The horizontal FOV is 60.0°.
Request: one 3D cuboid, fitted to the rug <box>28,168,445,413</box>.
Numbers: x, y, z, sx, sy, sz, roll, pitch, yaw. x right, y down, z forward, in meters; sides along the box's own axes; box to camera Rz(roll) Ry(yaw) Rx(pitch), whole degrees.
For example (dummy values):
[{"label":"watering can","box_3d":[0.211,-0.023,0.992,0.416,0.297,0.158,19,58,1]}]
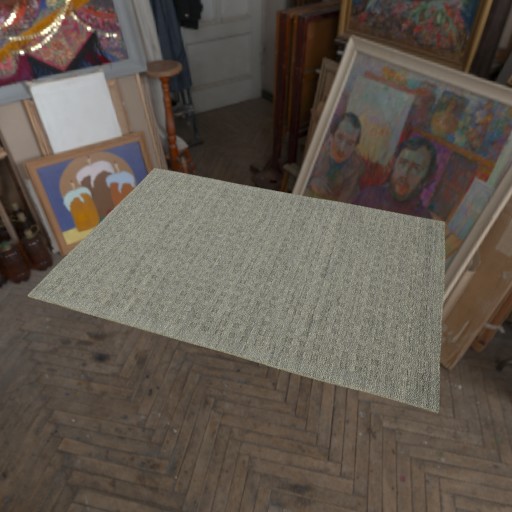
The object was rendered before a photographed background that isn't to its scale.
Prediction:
[{"label":"rug","box_3d":[0.000,0.000,2.846,2.297,0.018,1.532,13,43,14]}]
